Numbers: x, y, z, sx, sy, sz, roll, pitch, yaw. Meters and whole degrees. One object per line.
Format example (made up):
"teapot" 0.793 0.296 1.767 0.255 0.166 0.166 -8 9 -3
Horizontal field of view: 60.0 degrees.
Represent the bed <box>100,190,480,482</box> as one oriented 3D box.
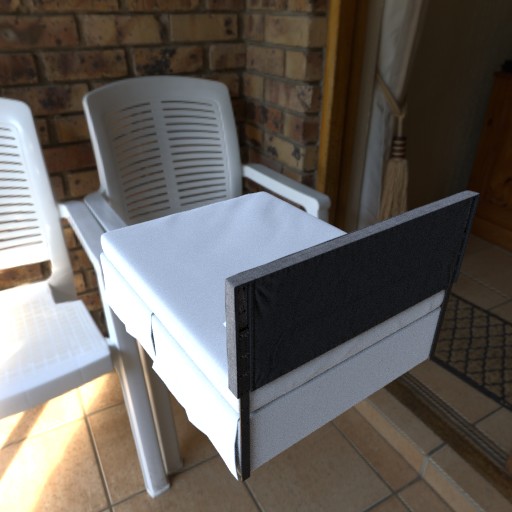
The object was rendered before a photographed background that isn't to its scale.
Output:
"bed" 0.000 0.000 2.972 1.621 1.168 1.958 -19 35 -30
